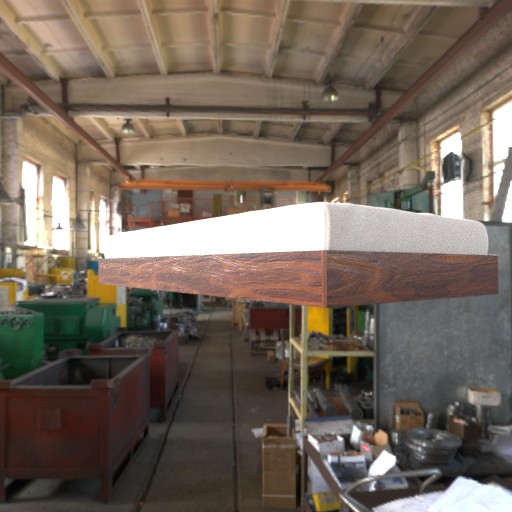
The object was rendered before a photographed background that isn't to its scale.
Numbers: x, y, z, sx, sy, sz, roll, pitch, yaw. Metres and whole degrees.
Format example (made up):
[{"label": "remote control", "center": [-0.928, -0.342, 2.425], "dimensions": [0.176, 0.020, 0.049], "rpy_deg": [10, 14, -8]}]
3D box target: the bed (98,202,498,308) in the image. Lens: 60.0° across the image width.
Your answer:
[{"label": "bed", "center": [0.000, 0.000, 2.173], "dimensions": [0.940, 0.312, 1.860], "rpy_deg": [1, -2, -37]}]
